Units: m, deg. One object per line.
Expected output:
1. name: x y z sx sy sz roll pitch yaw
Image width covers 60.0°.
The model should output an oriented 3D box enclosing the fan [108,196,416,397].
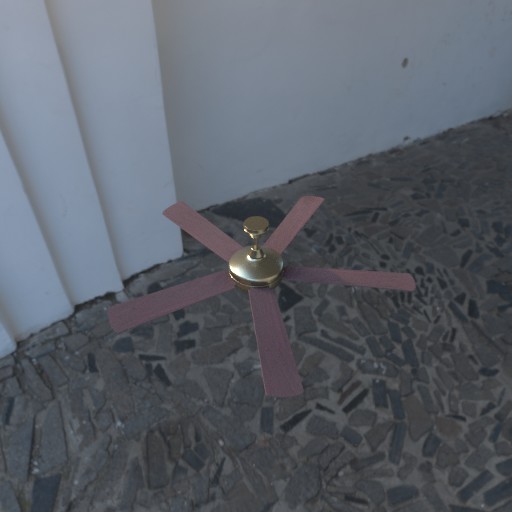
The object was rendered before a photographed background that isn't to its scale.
1. fan: 0.000 0.000 1.974 1.321 0.356 1.321 -12 41 -14
